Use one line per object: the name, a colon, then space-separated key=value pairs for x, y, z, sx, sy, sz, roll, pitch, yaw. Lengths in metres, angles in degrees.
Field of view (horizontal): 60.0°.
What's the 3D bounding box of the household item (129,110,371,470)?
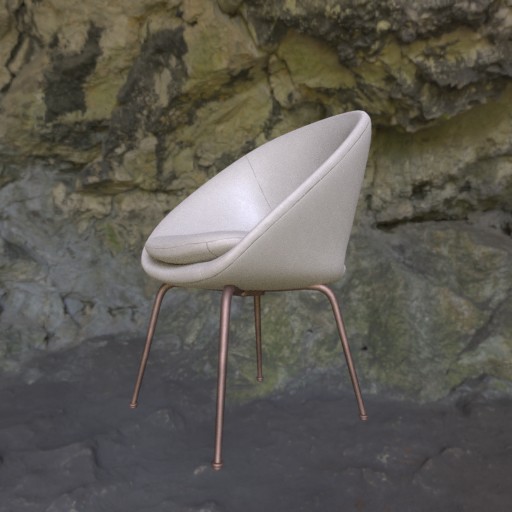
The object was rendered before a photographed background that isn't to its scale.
household item: x=0.000 y=0.000 z=1.233 sx=0.573 sy=0.852 sz=0.623 roll=0 pitch=0 yaw=-37
